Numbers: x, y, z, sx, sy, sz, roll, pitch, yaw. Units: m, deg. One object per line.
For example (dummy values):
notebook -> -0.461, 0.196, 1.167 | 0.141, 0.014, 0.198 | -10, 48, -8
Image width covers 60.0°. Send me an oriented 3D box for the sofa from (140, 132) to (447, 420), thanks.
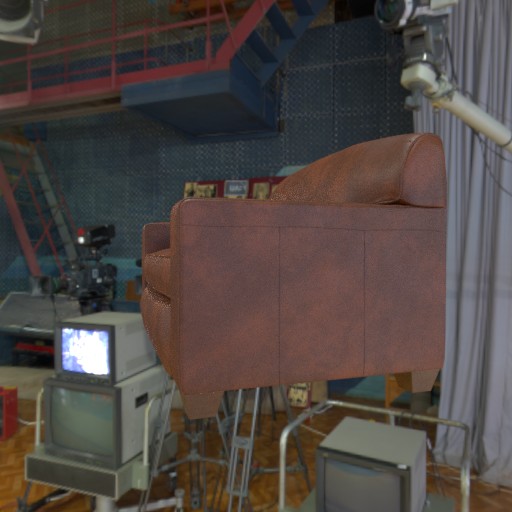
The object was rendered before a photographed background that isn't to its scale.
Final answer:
sofa -> 0.000, 0.000, 2.055 | 1.000, 0.956, 1.413 | 0, 1, -18
